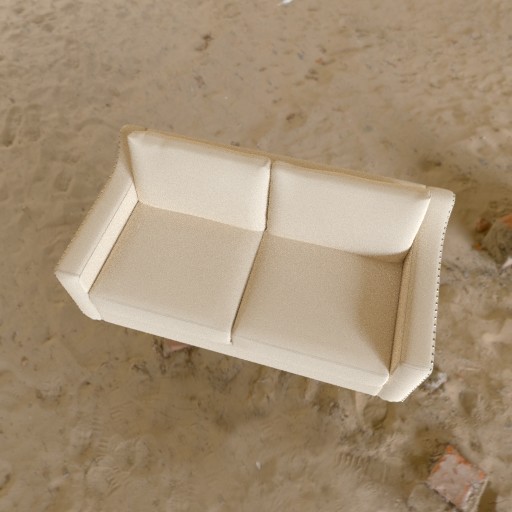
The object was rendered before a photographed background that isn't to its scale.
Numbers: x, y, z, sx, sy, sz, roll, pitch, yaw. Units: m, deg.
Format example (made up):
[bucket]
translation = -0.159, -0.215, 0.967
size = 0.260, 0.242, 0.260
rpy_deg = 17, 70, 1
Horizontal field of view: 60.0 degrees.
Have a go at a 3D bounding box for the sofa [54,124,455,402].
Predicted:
[sofa]
translation = 0.000, 0.000, 2.337
size = 1.812, 0.830, 0.949
rpy_deg = 14, 59, 8
